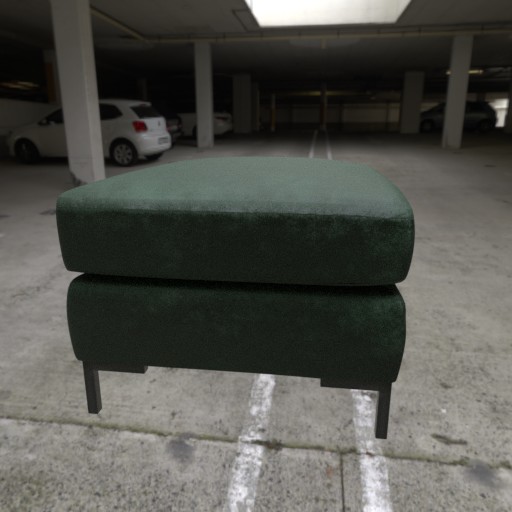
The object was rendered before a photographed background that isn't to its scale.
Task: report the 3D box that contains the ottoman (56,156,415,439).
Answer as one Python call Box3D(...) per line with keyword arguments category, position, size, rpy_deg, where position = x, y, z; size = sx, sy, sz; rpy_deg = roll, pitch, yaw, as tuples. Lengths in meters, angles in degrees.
Box3D(category="ottoman", position=(0.000, 0.000, 1.262), size=(0.701, 0.538, 0.839), rpy_deg=(2, 16, 7))
